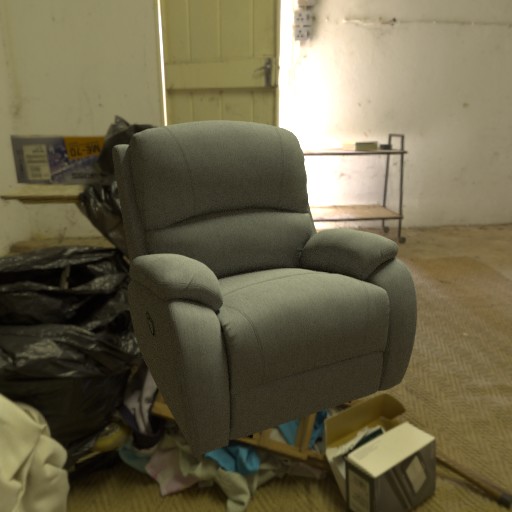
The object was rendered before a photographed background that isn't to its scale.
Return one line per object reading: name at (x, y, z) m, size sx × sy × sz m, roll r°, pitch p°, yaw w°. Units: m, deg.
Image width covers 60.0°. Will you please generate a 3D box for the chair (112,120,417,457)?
chair at (0.000, 0.000, 1.732) m, size 0.930 × 1.011 × 0.899 m, roll -9°, pitch 19°, yaw -26°
